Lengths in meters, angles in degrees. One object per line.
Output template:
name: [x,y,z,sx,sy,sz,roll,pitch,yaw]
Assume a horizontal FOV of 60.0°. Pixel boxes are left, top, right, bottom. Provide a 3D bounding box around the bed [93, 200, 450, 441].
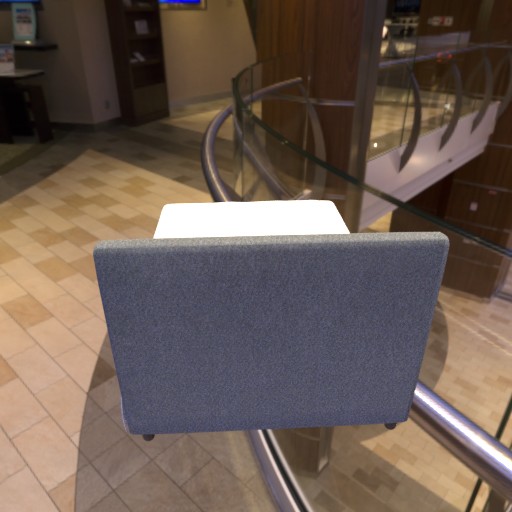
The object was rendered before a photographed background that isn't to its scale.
bed: [0.000,0.000,3.236,1.723,1.330,2.142,-2,29,-3]
